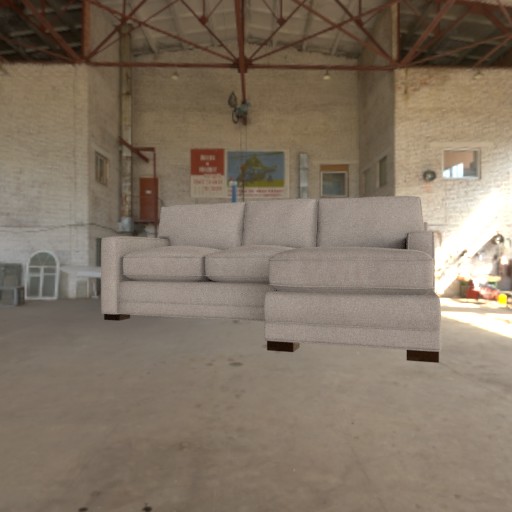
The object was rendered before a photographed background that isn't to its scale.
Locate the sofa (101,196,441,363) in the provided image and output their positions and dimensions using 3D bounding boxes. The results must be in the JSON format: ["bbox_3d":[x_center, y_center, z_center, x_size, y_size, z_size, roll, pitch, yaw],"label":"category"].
[{"bbox_3d":[0.000,0.000,2.799,2.087,0.861,1.496,0,0,19],"label":"sofa"}]
